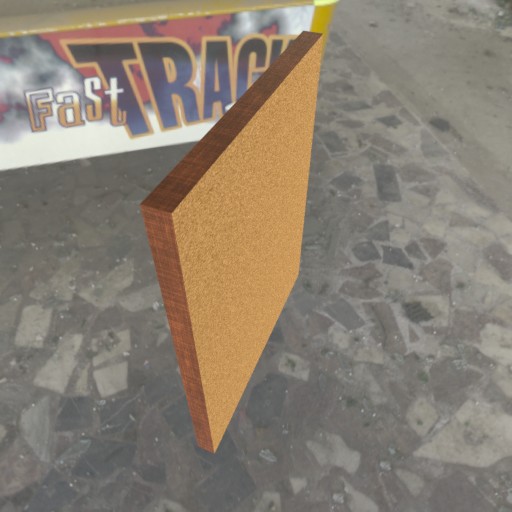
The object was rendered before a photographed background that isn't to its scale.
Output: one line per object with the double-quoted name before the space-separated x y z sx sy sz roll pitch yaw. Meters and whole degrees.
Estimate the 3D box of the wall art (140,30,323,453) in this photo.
"wall art" 0.000 0.000 0.751 0.033 0.567 0.467 17 48 16
